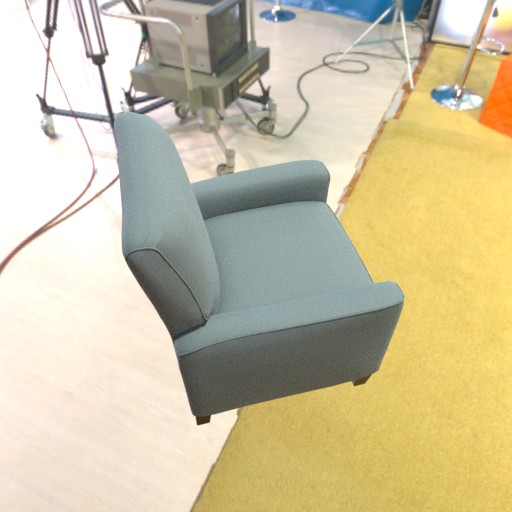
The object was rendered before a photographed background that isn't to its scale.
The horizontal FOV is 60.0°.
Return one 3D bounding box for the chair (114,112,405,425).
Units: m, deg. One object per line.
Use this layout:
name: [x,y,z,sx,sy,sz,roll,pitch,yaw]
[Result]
chair: [0.000,0.000,1.698,0.846,1.007,0.853,-10,48,-10]
